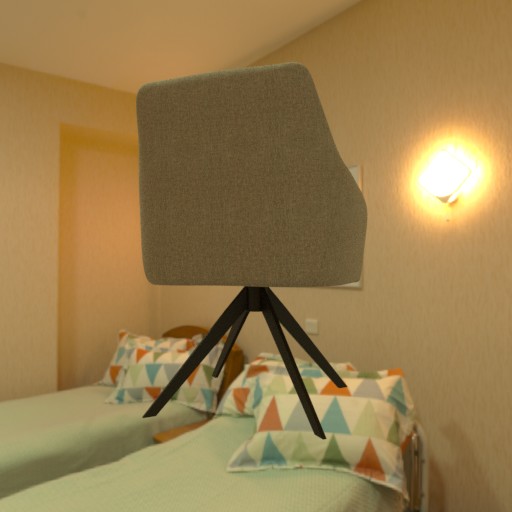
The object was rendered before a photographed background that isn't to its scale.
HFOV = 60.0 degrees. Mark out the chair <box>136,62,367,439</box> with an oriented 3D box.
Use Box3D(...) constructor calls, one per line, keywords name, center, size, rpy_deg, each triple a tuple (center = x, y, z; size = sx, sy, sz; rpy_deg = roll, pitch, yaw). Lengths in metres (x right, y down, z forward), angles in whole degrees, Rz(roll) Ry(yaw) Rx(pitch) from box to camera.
Box3D(name="chair", center=(0.000, 0.000, 1.348), size=(0.642, 0.874, 0.677), rpy_deg=(0, -1, 18))
